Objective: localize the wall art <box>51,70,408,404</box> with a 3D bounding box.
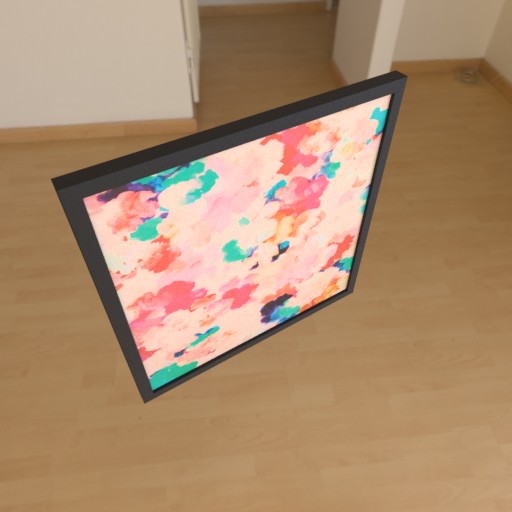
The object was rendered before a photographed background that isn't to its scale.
[{"bbox_3d":[0.000,0.000,0.451,0.306,0.304,0.015,-24,51,-21],"label":"wall art"}]
